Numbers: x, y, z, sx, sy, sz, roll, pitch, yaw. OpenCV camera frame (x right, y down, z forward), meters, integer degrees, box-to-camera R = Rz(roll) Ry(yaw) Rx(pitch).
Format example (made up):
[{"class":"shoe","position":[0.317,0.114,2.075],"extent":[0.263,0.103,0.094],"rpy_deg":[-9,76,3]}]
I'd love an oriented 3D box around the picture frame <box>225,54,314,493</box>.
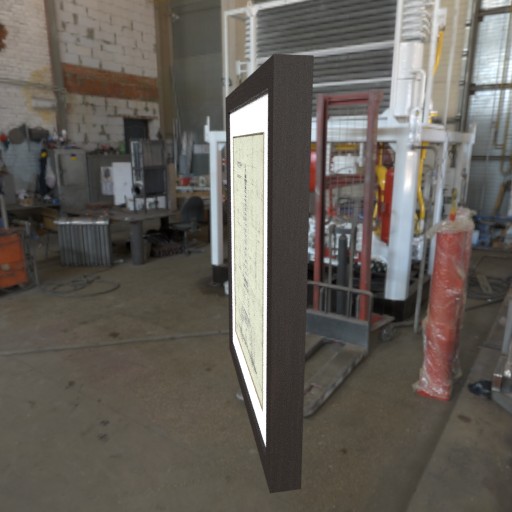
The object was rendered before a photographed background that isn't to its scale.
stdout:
[{"class":"picture frame","position":[0.000,0.000,0.758],"extent":[0.044,0.555,0.452],"rpy_deg":[-3,14,-10]}]
